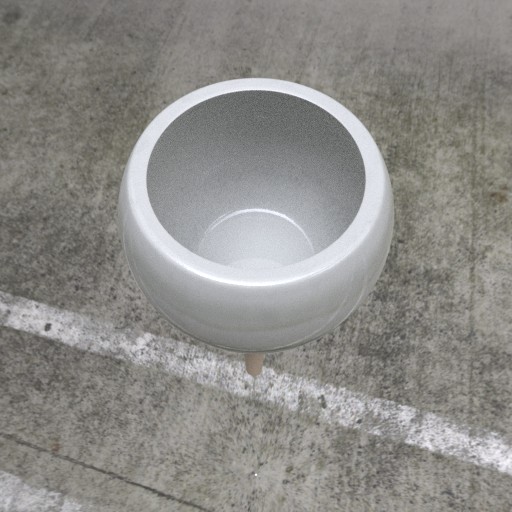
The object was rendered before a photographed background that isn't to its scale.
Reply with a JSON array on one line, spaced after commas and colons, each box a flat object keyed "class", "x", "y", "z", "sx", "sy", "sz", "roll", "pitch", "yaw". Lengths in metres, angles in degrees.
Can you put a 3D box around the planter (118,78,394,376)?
[{"class": "planter", "x": 0.000, "y": 0.000, "z": 0.437, "sx": 0.222, "sy": 0.278, "sz": 0.222, "roll": 0, "pitch": 64, "yaw": 0}]
